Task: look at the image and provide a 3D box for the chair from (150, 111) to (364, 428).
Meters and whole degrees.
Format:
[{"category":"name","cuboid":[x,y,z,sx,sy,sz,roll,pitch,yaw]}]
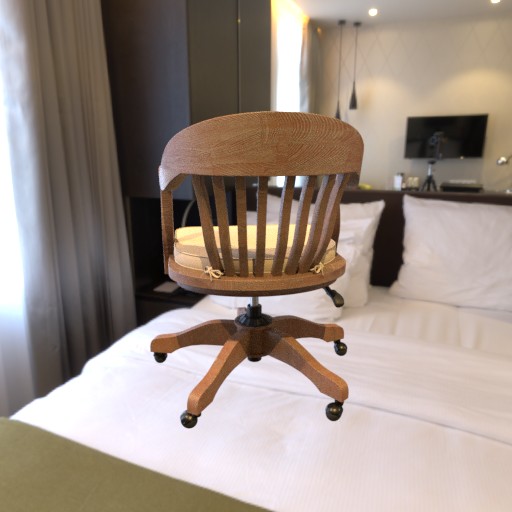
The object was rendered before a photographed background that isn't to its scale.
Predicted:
[{"category":"chair","cuboid":[0.000,0.000,1.489,0.750,0.878,0.788,-2,14,-9]}]
